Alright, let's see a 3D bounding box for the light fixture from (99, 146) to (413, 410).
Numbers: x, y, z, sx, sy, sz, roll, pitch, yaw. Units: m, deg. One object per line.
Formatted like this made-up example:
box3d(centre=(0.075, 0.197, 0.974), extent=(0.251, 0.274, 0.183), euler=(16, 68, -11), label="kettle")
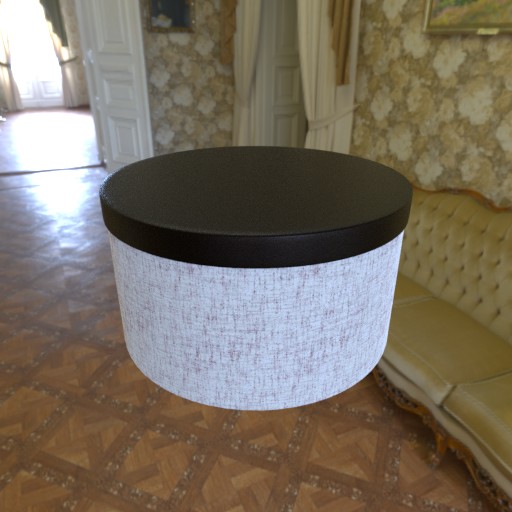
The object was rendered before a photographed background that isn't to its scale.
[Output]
box3d(centre=(0.000, 0.000, 0.625), extent=(0.389, 0.229, 0.389), euler=(0, 26, 0), label="light fixture")
